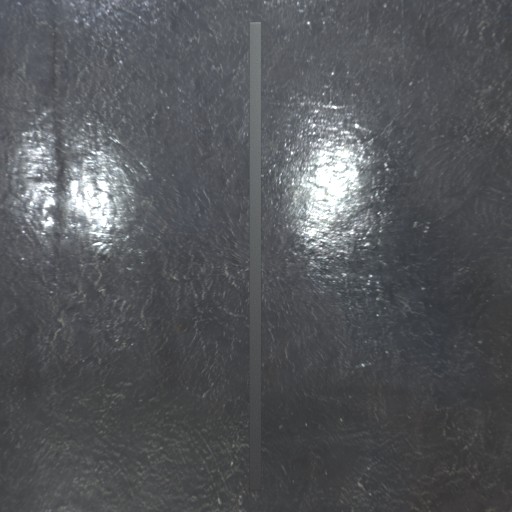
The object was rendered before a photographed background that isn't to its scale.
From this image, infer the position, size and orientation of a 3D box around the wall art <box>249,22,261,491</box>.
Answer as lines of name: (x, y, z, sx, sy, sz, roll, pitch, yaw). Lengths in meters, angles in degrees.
wall art: (0.000, 0.000, 1.763, 0.041, 0.554, 1.572, 0, 89, 0)
